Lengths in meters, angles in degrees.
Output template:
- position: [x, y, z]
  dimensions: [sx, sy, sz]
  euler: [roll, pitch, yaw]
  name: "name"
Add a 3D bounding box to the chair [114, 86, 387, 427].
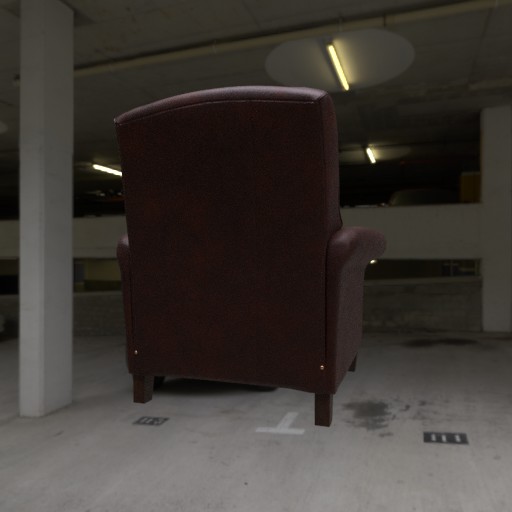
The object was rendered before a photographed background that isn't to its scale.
- position: [0.000, 0.000, 1.800]
  dimensions: [0.978, 1.061, 0.902]
  euler: [0, 0, 19]
  name: "chair"
